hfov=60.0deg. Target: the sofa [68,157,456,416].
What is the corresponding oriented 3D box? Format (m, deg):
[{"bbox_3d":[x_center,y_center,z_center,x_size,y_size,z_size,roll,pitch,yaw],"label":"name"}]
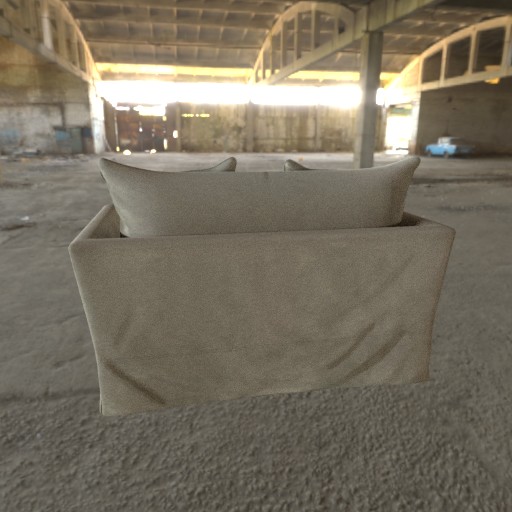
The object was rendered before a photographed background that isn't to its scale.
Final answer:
[{"bbox_3d":[0.000,0.000,2.300,1.608,1.040,1.035,-3,16,-10],"label":"sofa"}]
